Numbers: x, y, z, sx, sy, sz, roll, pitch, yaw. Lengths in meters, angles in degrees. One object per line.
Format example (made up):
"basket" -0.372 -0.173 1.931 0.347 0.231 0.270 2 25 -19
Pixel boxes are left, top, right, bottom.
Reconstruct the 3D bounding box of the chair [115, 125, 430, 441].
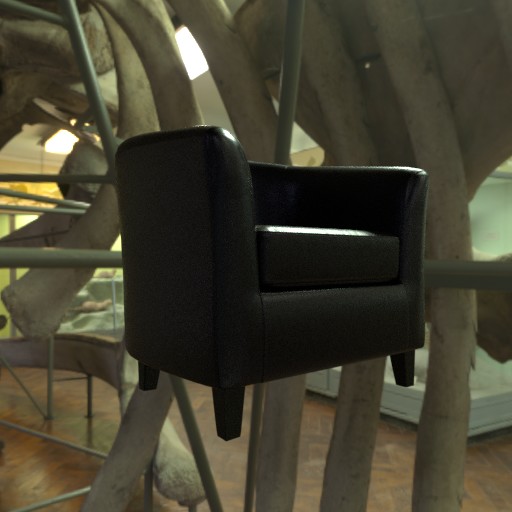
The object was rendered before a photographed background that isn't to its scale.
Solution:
"chair" 0.000 0.000 1.361 0.793 0.756 0.727 0 0 -37
